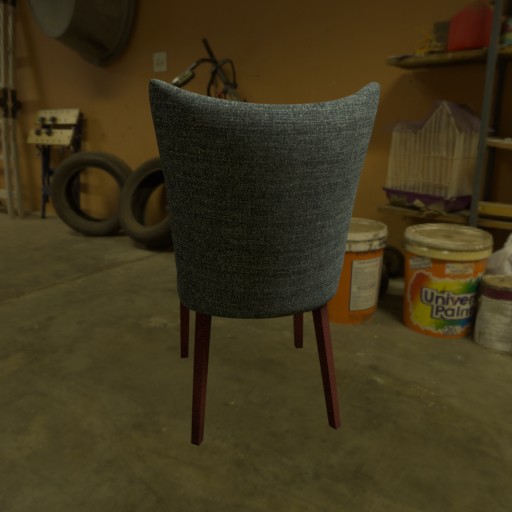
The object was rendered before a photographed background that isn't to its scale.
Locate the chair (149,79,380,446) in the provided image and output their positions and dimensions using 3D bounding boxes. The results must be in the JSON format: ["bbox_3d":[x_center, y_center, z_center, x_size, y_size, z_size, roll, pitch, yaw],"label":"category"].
[{"bbox_3d":[0.000,0.000,1.292,0.535,0.924,0.623,-3,16,-10],"label":"chair"}]
